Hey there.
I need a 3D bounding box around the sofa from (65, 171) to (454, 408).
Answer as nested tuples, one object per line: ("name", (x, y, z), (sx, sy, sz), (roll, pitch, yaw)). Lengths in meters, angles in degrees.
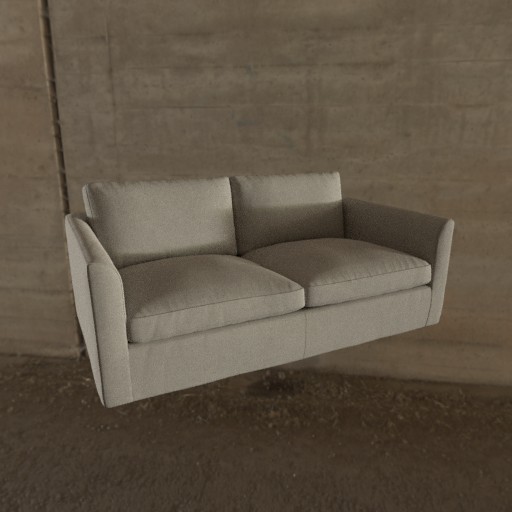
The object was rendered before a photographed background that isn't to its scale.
("sofa", (0.000, 0.000, 2.521), (1.905, 0.839, 1.091), (-8, 17, -25))
